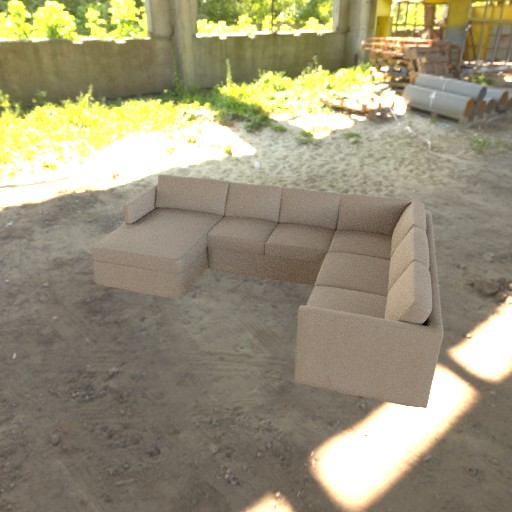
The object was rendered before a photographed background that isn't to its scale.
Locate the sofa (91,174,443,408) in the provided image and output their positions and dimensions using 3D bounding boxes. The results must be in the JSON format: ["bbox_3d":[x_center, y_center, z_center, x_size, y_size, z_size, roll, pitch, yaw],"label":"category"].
[{"bbox_3d":[0.000,0.000,4.624,3.528,0.878,2.476,8,29,15],"label":"sofa"}]
